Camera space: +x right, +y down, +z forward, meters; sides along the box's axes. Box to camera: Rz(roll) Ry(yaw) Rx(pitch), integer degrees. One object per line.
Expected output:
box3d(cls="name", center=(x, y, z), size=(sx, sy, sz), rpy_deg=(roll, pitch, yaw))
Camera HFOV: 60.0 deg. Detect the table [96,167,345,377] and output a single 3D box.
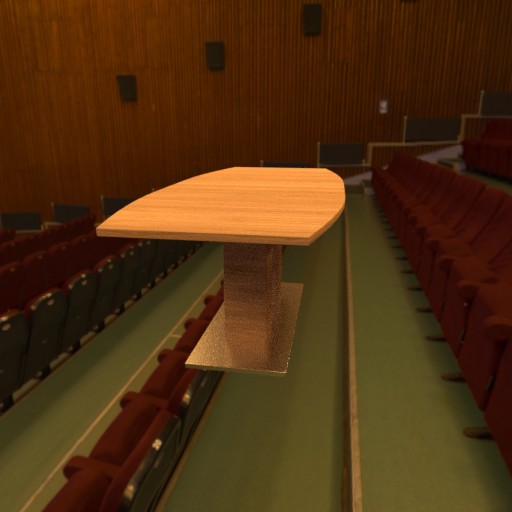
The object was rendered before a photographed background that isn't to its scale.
box3d(cls="table", center=(0.000, 0.000, 2.403), size=(0.900, 0.750, 2.032), rpy_deg=(3, 17, 9))
